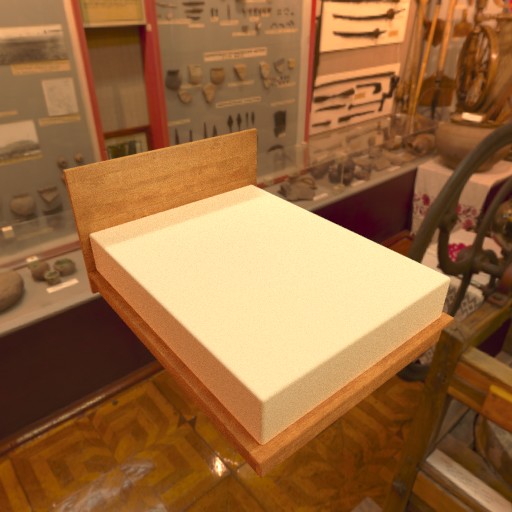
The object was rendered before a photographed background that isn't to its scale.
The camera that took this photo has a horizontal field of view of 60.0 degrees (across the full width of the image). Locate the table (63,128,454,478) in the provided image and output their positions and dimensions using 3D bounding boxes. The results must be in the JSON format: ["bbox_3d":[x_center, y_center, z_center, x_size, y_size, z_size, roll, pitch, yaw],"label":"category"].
[{"bbox_3d":[0.000,0.000,3.087,1.707,1.041,2.149,-23,38,-33],"label":"table"}]
